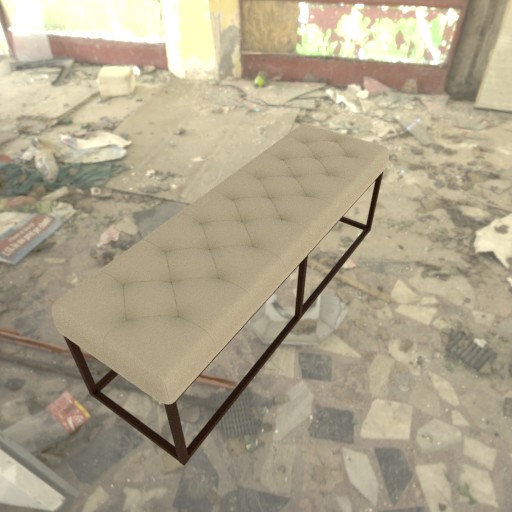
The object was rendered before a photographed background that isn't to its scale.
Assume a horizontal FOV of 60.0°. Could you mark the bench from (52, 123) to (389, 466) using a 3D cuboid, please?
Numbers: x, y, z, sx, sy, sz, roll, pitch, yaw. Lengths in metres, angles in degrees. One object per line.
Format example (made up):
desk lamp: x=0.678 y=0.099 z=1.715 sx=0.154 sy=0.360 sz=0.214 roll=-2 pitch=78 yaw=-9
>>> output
bench: x=0.000 y=0.000 z=1.787 sx=0.479 sy=0.488 sz=1.488 roll=24 pitch=47 yaw=25
